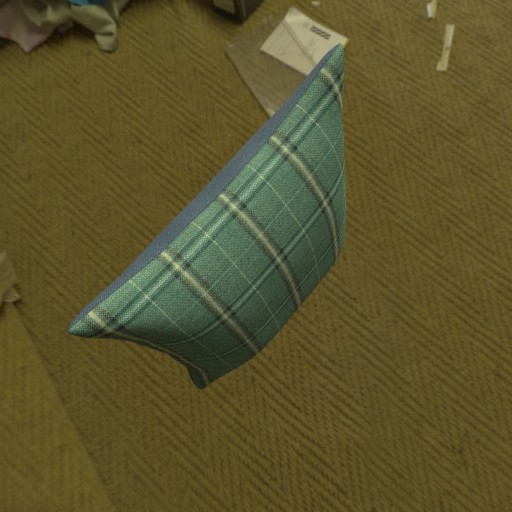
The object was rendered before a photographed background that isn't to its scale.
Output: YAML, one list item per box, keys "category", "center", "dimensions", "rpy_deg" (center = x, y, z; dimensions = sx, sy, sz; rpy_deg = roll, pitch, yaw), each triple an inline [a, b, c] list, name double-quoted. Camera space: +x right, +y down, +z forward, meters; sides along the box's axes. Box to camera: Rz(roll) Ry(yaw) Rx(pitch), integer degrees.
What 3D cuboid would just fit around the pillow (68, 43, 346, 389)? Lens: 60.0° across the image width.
- category: "pillow"
  center: [0.000, 0.000, 0.688]
  dimensions: [0.200, 0.430, 0.453]
  rpy_deg: [40, 79, 9]
